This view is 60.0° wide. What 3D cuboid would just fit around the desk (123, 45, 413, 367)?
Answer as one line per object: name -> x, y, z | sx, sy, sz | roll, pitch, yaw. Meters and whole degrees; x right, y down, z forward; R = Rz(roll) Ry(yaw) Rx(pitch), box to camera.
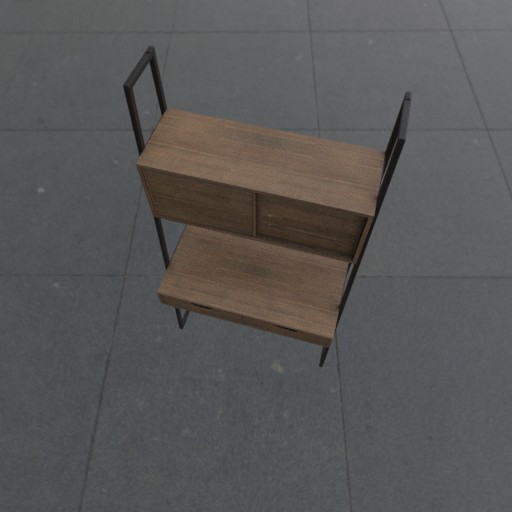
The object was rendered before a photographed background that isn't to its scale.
desk -> 0.000, 0.000, 2.240 | 0.982, 1.809, 0.515 | 14, 60, 8
